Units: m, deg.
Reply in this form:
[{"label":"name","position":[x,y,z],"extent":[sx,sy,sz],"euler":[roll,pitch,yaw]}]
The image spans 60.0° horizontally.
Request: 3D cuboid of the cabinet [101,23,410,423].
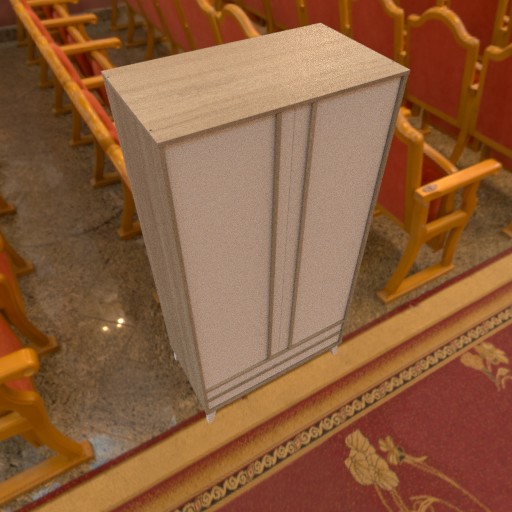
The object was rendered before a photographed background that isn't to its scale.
[{"label":"cabinet","position":[0.000,0.000,2.376],"extent":[1.006,1.999,0.571],"euler":[-23,50,-20]}]
